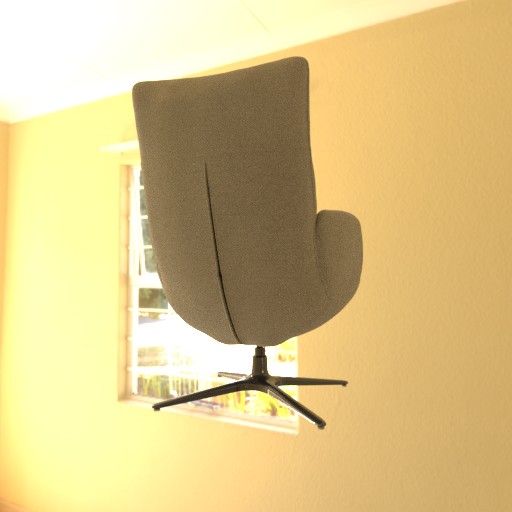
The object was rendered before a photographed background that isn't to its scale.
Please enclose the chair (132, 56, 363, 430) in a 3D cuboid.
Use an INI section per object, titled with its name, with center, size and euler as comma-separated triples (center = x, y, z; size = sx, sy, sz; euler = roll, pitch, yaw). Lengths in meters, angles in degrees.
[chair]
center = 0.000, 0.000, 1.583
size = 0.711, 1.016, 0.889
euler = -1, -3, 19
